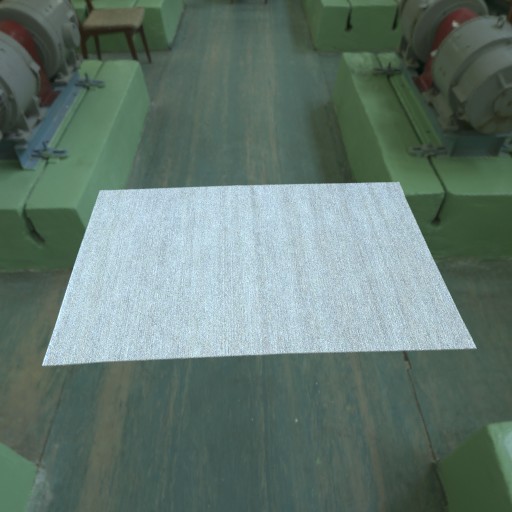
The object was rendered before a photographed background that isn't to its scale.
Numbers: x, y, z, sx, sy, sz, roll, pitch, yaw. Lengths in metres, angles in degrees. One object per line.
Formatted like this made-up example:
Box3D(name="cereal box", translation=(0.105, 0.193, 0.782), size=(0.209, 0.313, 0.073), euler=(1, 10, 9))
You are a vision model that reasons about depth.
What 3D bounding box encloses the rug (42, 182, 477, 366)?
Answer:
Box3D(name="rug", translation=(0.000, 0.000, 2.257), size=(1.820, 0.022, 1.179), euler=(-2, 46, -2))
